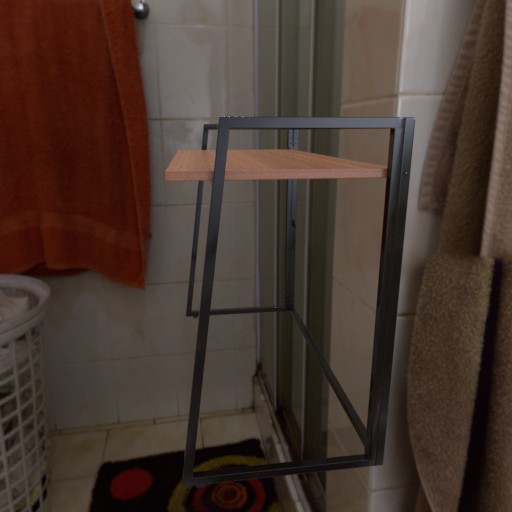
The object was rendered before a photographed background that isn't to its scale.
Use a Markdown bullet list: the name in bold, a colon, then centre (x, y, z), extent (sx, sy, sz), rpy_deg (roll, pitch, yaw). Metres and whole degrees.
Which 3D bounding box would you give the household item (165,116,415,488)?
- **household item**: centre (0.000, 0.000, 1.484), extent (0.510, 0.860, 1.050), rpy_deg (-2, 16, -8)
